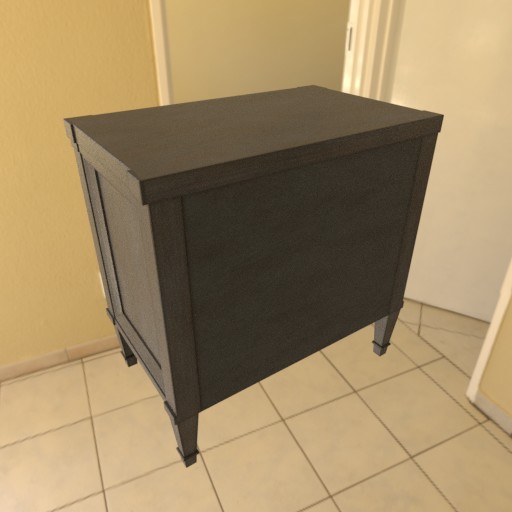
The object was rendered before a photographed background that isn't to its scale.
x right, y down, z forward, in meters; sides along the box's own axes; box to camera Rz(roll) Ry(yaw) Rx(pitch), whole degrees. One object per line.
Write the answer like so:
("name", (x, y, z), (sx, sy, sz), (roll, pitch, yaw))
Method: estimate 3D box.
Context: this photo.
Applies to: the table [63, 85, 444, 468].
("table", (0.000, 0.000, 1.070), (0.660, 0.660, 0.413), (-19, 36, -29))
